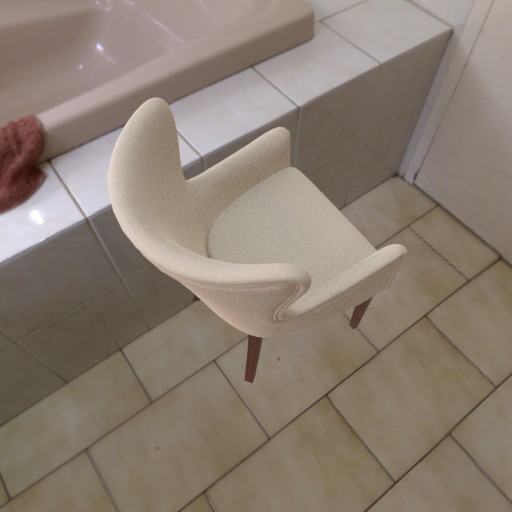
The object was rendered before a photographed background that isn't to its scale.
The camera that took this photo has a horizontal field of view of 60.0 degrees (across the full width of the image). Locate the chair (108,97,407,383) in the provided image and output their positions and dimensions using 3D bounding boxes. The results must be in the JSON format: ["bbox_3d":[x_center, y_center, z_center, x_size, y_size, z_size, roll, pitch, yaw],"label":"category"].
[{"bbox_3d":[0.000,0.000,1.523,0.744,0.990,0.696,-30,63,-17],"label":"chair"}]
